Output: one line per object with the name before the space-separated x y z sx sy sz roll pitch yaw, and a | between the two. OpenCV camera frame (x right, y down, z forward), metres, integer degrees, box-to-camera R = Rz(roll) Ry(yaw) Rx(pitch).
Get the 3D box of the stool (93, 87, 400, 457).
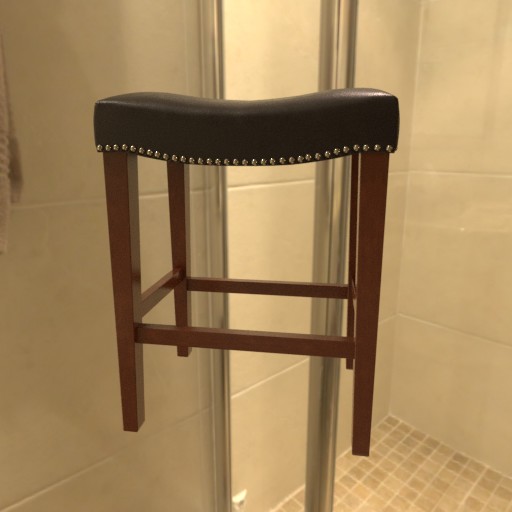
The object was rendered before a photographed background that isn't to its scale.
stool | 0.000 0.000 0.943 0.504 0.654 0.372 2 14 9
